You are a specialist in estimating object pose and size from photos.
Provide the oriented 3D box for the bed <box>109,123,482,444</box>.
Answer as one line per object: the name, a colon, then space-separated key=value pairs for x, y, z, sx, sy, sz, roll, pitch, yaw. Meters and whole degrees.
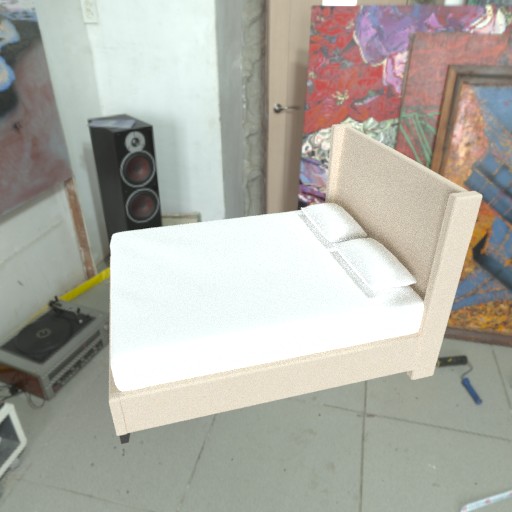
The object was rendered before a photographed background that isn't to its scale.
bed: x=0.000 y=0.000 z=3.444 sx=2.293 sy=1.471 sz=1.778 roll=-8 pitch=31 yaw=-13
